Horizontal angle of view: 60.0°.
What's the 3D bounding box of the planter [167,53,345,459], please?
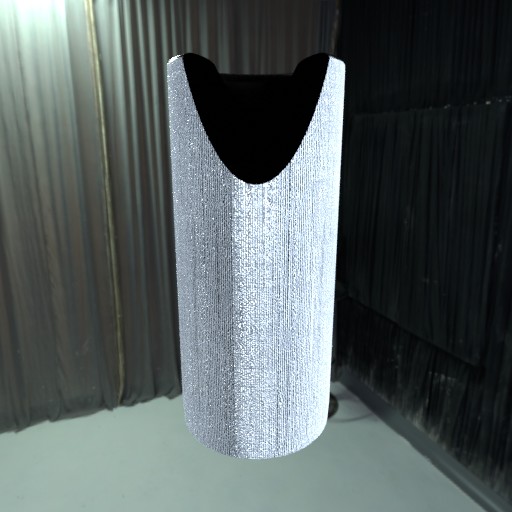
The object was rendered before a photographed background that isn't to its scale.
[{"bbox_3d":[0.000,0.000,0.128,0.045,0.103,0.045,-7,17,-26],"label":"planter"}]
